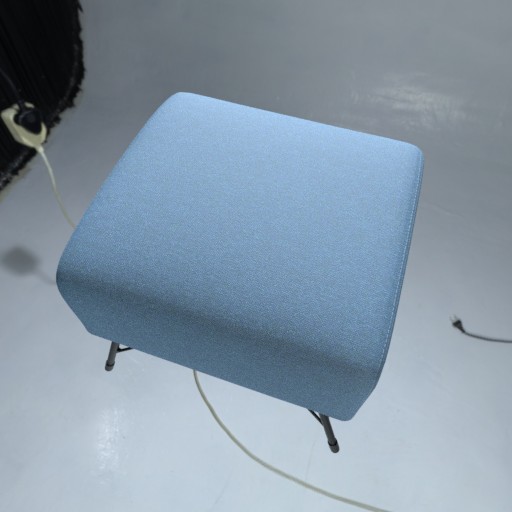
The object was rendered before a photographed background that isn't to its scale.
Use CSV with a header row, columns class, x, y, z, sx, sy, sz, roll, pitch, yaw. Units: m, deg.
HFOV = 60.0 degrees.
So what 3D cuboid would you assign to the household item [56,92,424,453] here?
class,x,y,z,sx,sy,sz,roll,pitch,yaw
household item,0.000,0.000,0.887,0.530,0.420,0.530,16,59,10
